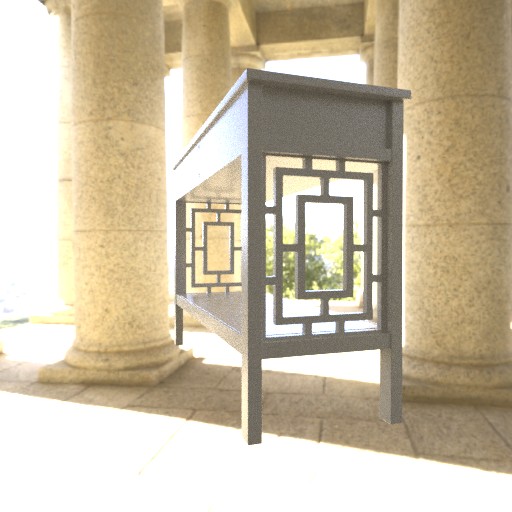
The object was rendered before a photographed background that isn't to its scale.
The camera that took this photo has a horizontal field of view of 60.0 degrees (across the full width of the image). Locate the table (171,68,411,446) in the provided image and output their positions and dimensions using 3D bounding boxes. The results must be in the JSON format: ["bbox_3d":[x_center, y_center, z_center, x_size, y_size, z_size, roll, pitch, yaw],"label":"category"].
[{"bbox_3d":[0.000,0.000,1.441,0.397,0.753,1.068,0,1,-19],"label":"table"}]
